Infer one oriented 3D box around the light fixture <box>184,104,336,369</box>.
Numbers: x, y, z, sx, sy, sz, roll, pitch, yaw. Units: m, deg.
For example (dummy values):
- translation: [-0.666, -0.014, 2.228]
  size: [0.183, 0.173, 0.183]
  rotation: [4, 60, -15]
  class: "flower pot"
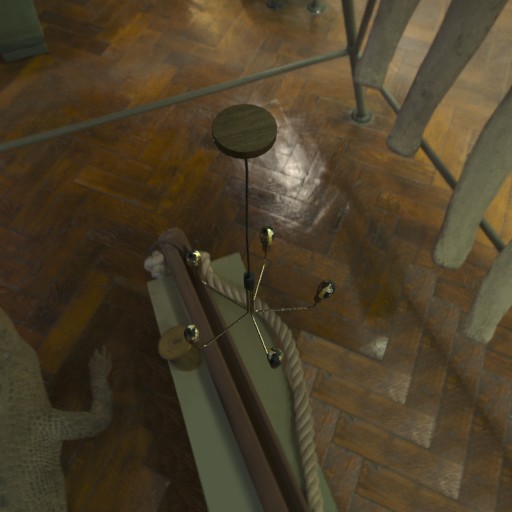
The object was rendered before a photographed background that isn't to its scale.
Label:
- translation: [0.000, 0.000, 1.371]
  size: [0.588, 1.059, 0.532]
  rotation: [-19, 63, -10]
  class: "light fixture"
